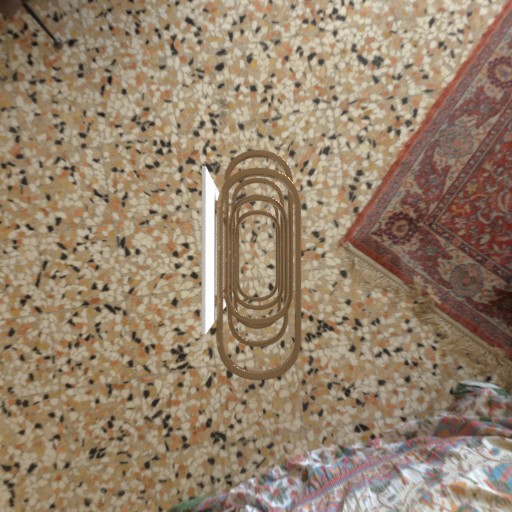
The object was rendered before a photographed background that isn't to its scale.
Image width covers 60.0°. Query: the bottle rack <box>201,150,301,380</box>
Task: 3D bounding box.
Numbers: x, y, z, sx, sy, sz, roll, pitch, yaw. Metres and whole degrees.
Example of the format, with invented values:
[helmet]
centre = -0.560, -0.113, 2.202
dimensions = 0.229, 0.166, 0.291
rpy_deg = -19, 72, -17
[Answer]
[bottle rack]
centre = 0.000, 0.000, 0.834
dimensions = 0.118, 0.709, 0.332
rpy_deg = 0, 89, 0
